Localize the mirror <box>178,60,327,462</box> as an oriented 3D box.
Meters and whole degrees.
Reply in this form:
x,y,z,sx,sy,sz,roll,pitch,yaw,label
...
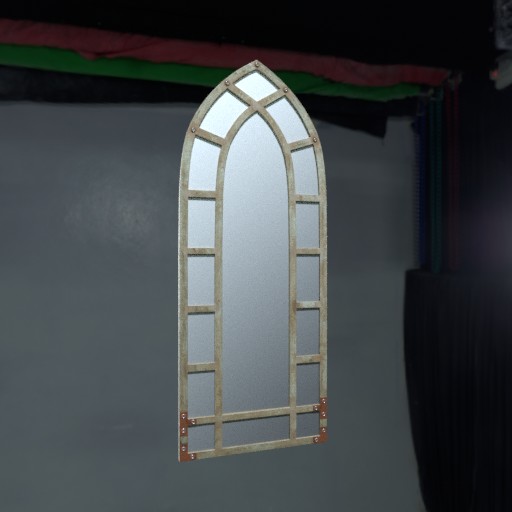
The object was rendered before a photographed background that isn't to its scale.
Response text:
x,y,z,sx,sy,sz,roll,pitch,yaw,label
0.000,0.000,1.339,0.464,1.175,0.025,0,0,-17,mirror
